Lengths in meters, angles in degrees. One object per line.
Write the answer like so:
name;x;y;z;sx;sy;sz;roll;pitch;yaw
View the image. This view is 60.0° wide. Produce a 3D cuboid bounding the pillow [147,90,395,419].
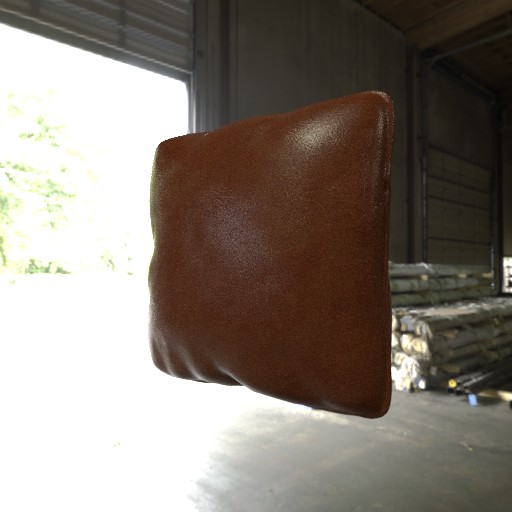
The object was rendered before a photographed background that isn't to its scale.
pillow;0.000;0.000;0.838;0.532;0.523;0.236;-1;-2;35
